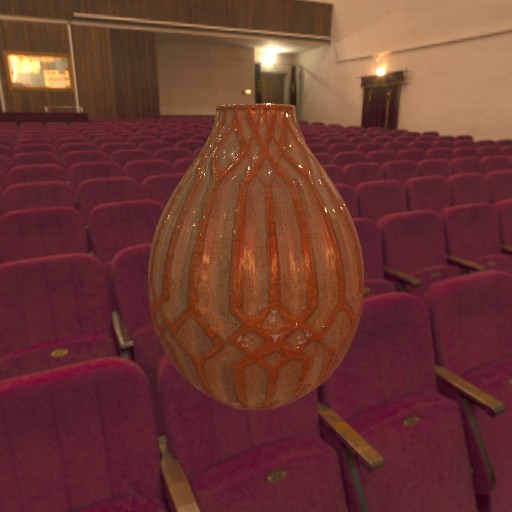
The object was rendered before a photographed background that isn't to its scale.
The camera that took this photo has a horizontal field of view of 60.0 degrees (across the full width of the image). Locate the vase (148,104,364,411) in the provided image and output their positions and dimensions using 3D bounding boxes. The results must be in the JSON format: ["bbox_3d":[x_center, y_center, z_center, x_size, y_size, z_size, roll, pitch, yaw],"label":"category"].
[{"bbox_3d":[0.000,0.000,0.271,0.131,0.175,0.131,0,17,0],"label":"vase"}]
